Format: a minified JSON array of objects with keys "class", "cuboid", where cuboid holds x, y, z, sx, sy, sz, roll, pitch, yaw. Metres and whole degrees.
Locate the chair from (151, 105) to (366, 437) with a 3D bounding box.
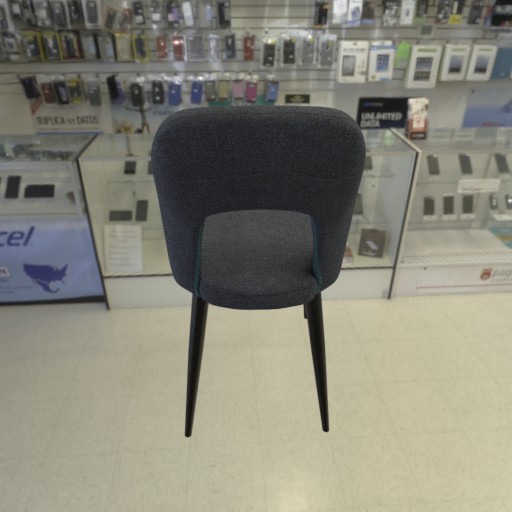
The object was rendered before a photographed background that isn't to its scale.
[{"class":"chair","cuboid":[0.000,0.000,1.246,0.470,0.931,0.612,-1,30,-1]}]
